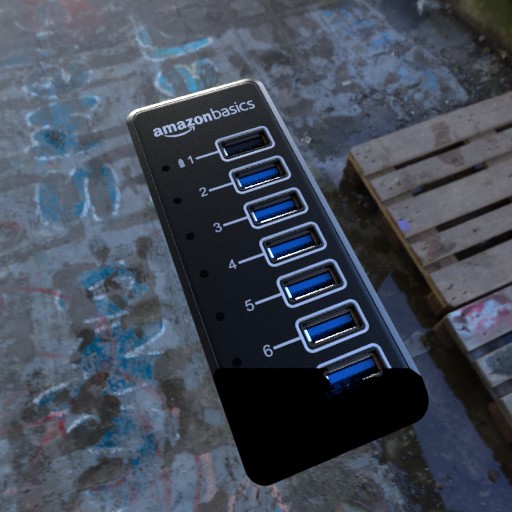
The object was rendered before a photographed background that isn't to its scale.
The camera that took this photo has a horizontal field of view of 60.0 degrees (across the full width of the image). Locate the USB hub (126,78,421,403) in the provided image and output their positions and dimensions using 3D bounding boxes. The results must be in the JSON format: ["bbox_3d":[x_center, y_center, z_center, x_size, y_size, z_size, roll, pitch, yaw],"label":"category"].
[{"bbox_3d":[0.000,0.000,0.125,0.044,0.023,0.110,-19,65,-9],"label":"USB hub"}]
